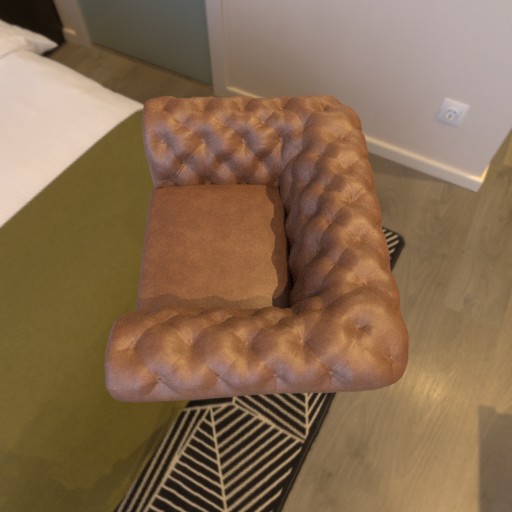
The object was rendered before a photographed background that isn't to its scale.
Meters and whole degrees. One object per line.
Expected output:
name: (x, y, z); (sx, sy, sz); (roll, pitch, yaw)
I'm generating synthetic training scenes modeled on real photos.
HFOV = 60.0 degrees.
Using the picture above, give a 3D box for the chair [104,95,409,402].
chair: (0.000, 0.000, 1.889); (0.954, 0.784, 1.298); (-1, 59, -1)
